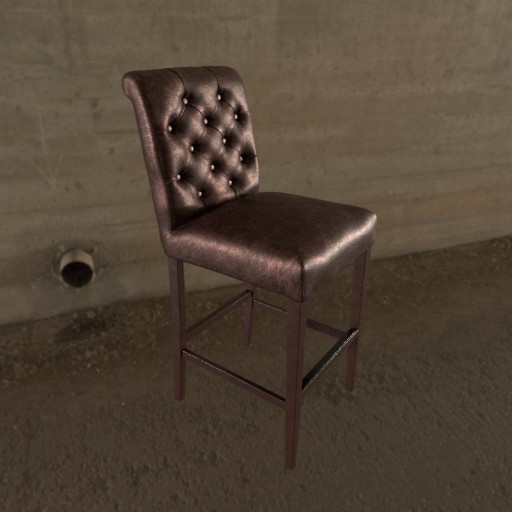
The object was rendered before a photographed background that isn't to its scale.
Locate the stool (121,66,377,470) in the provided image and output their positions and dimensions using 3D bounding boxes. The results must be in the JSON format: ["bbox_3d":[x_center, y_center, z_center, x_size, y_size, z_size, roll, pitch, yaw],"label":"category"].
[{"bbox_3d":[0.000,0.000,1.505,0.659,1.168,0.483,17,30,32],"label":"stool"}]
